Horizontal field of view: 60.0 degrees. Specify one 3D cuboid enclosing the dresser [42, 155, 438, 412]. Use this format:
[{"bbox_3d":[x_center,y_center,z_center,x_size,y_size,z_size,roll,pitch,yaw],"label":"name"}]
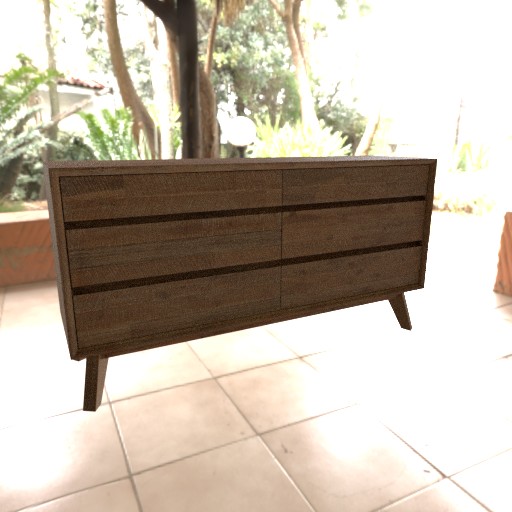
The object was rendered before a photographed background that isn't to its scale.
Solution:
[{"bbox_3d":[0.000,0.000,1.897,1.554,0.805,0.455,-7,16,-26],"label":"dresser"}]
